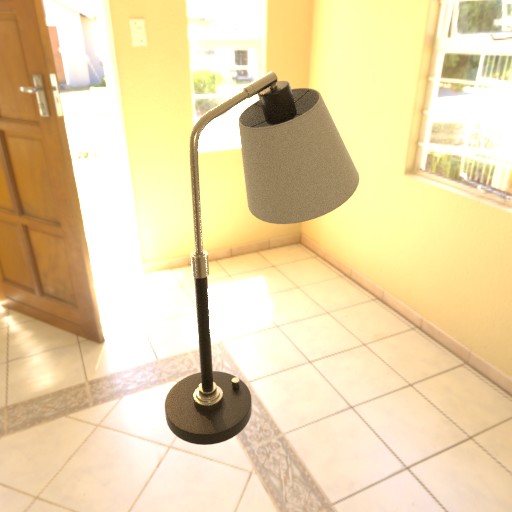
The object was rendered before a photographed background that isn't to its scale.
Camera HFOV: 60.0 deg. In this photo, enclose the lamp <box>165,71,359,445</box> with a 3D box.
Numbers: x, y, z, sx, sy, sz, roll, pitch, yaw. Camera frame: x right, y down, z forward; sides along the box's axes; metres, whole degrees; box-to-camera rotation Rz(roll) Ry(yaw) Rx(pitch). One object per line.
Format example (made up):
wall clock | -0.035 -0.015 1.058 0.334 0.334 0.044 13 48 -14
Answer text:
lamp | 0.000 0.000 0.702 0.348 0.539 0.181 -17 31 -31
